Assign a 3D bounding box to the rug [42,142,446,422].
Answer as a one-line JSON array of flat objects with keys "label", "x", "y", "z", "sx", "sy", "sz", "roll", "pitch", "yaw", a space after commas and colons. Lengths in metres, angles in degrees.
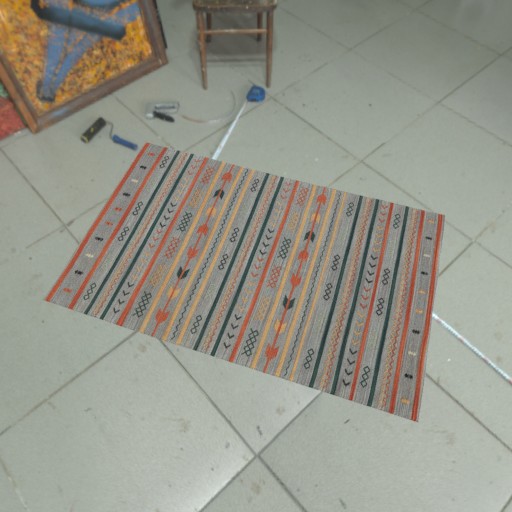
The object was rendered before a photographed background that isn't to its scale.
[{"label": "rug", "x": 0.000, "y": 0.000, "z": 3.082, "sx": 2.439, "sy": 0.029, "sz": 1.537, "roll": 16, "pitch": 60, "yaw": 10}]
